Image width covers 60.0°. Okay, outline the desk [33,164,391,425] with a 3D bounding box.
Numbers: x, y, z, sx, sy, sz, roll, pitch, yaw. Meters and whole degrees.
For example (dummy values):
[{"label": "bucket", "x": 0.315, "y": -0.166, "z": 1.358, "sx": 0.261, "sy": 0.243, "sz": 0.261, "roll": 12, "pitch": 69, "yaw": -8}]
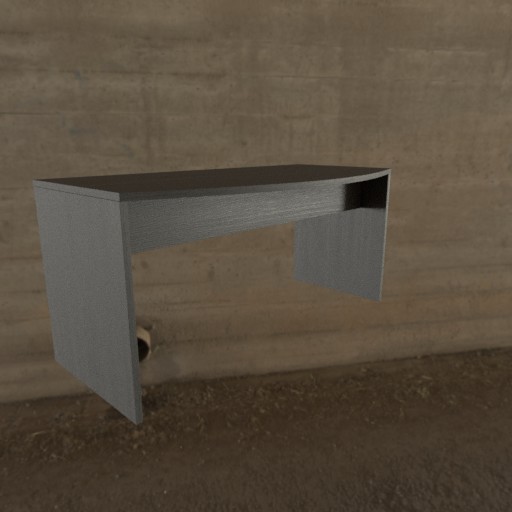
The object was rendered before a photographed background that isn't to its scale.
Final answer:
[{"label": "desk", "x": 0.000, "y": 0.000, "z": 2.056, "sx": 0.802, "sy": 0.750, "sz": 1.600, "roll": 14, "pitch": 20, "yaw": 42}]
